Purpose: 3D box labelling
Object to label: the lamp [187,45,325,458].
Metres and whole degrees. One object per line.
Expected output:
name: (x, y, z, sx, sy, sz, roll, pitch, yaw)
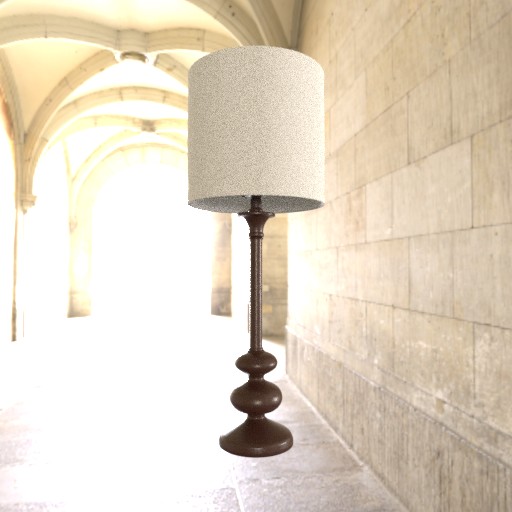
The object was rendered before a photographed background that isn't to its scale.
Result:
lamp: (0.000, 0.000, 0.826, 0.254, 0.690, 0.254, -1, -2, 35)
